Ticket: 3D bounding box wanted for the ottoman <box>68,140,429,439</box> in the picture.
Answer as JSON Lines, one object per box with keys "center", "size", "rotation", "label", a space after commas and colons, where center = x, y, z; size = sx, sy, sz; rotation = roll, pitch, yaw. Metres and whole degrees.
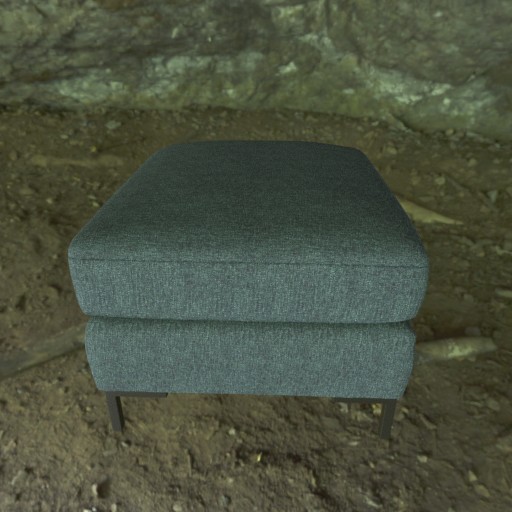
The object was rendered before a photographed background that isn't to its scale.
{"center": [0.000, 0.000, 1.265], "size": [0.695, 0.533, 0.831], "rotation": [1, 27, 2], "label": "ottoman"}
